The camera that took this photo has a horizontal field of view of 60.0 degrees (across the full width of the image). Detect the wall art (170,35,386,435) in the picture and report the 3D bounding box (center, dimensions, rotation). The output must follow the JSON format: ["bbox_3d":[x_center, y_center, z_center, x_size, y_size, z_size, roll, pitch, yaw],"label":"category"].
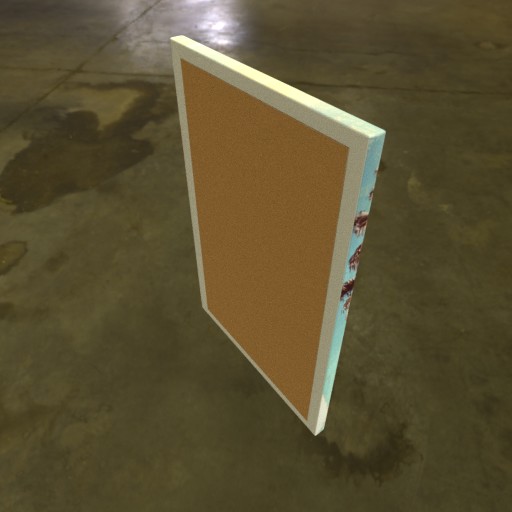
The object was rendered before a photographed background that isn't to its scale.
[{"bbox_3d":[0.000,0.000,1.136,0.037,0.915,0.605,-27,48,-27],"label":"wall art"}]
